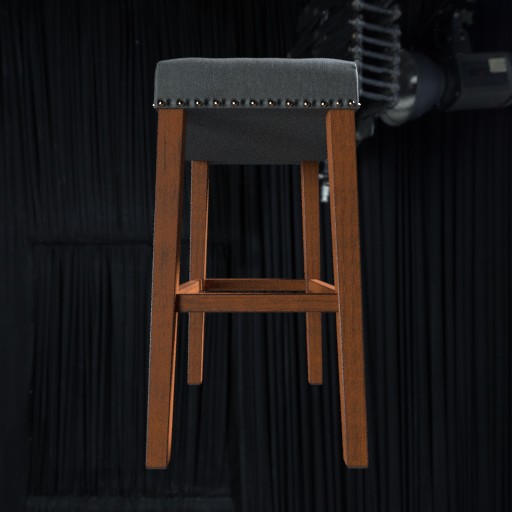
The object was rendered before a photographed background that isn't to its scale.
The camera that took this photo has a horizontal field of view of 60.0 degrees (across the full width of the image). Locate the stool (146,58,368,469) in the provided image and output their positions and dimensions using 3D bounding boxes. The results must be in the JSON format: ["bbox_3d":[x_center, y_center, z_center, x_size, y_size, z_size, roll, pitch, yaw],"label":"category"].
[{"bbox_3d":[0.000,0.000,0.855,0.320,0.612,0.439,0,0,0],"label":"stool"}]
